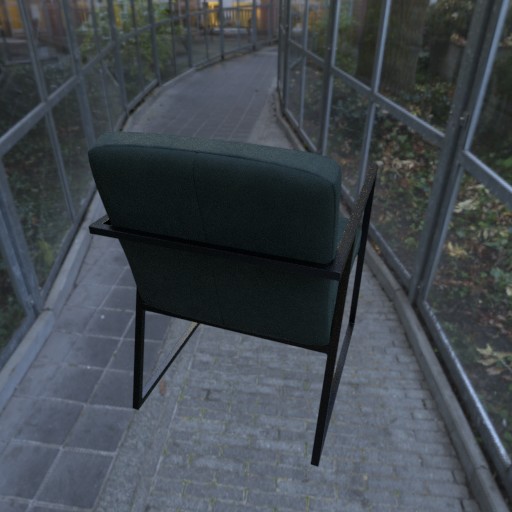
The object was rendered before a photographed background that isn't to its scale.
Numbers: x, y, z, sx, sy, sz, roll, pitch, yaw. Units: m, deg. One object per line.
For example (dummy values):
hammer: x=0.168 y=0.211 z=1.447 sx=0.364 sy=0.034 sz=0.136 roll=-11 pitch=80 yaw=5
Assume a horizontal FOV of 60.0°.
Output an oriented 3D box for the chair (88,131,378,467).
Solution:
chair: x=0.000 y=0.000 z=1.283 sx=0.571 sy=0.833 sz=0.677 roll=11 pitch=33 yaw=17
